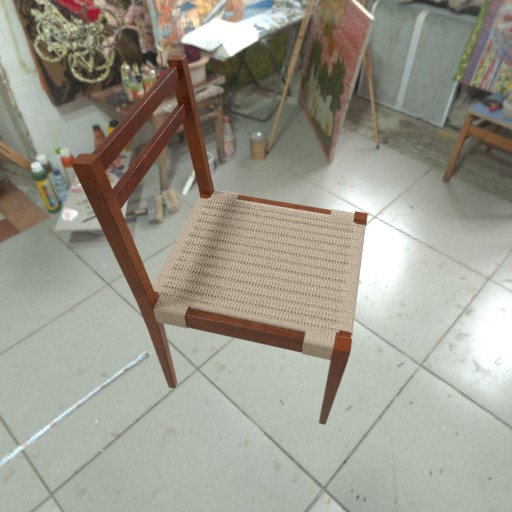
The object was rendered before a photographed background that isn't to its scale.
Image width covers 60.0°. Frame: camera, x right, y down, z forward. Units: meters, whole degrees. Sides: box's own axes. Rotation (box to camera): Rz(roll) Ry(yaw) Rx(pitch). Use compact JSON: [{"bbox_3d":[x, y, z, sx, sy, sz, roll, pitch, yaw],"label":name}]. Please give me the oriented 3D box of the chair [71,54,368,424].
[{"bbox_3d":[0.000,0.000,1.224,0.569,0.851,0.495,11,48,10],"label":"chair"}]
